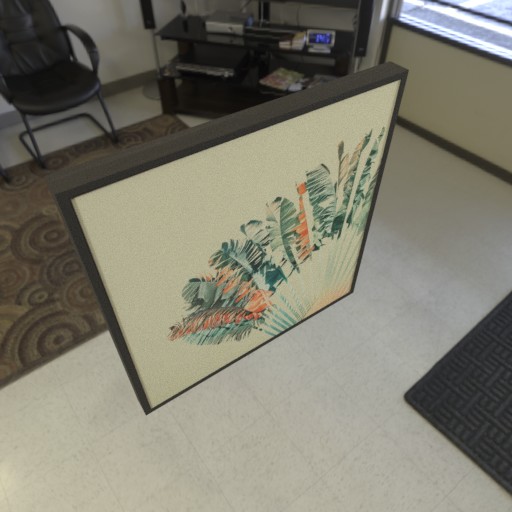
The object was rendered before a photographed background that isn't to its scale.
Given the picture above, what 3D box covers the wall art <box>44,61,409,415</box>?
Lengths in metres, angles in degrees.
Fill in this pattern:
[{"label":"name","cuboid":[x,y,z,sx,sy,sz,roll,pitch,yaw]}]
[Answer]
[{"label":"wall art","cuboid":[0.000,0.000,0.733,0.509,0.507,0.037,-26,52,-23]}]
